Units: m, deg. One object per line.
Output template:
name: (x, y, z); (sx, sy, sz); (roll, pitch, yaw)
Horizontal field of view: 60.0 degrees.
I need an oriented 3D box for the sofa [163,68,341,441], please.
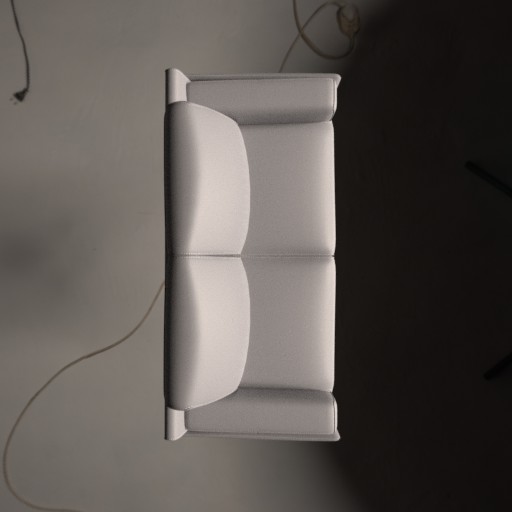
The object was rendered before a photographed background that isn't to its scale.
sofa: (0.000, 0.000, 2.625); (0.969, 0.900, 2.100); (0, 90, 1)
